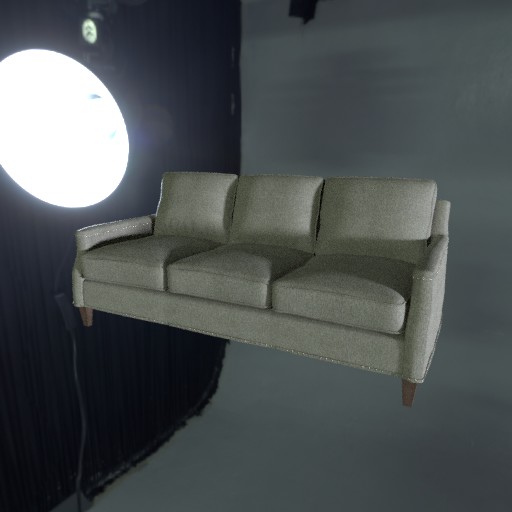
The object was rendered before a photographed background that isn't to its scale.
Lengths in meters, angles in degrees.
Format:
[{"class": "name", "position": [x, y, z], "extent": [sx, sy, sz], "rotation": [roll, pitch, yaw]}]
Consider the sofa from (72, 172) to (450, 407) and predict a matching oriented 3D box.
[{"class": "sofa", "position": [0.000, 0.000, 2.852], "extent": [2.246, 1.003, 1.084], "rotation": [7, 15, 27]}]
